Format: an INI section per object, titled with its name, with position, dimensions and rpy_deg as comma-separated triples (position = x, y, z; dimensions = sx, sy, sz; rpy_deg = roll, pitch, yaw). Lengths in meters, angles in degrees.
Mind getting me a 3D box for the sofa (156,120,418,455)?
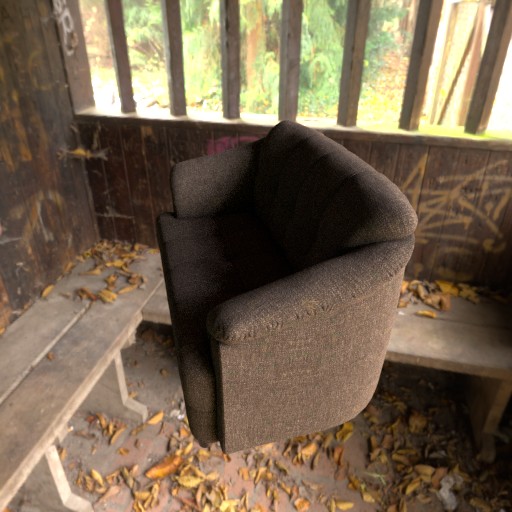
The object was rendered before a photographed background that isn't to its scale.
[sofa]
position = 0.000, 0.000, 1.929
dimensions = 0.799, 0.895, 1.404
rpy_deg = -8, 31, -13
